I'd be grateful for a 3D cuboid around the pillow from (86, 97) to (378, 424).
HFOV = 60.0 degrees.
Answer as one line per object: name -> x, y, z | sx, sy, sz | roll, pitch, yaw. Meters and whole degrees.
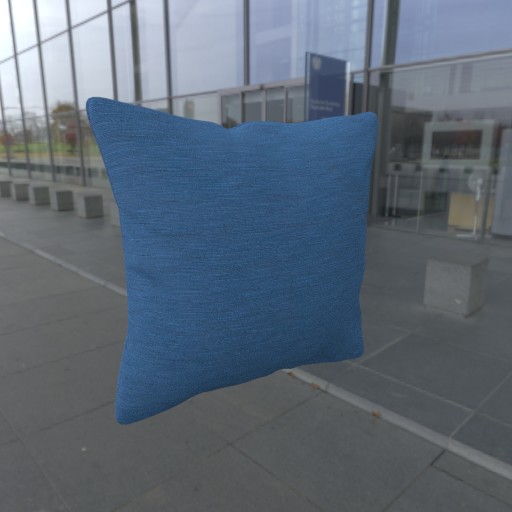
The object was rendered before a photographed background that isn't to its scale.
pillow -> 0.000, 0.000, 0.648 | 0.437, 0.420, 0.177 | -7, 15, -28
